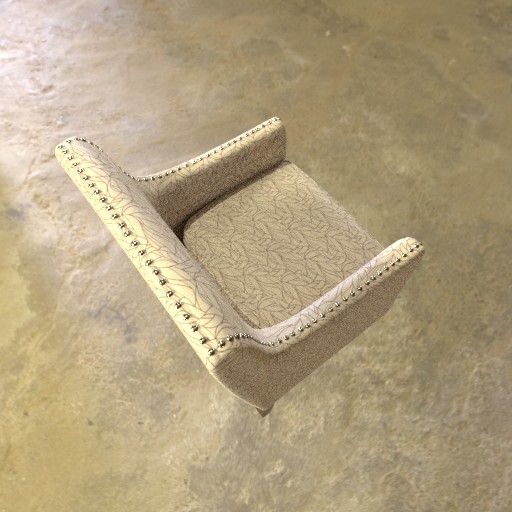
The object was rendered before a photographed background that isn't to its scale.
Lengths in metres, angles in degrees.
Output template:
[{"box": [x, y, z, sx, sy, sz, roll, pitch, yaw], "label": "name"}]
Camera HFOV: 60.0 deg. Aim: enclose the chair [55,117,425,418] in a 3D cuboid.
[{"box": [0.000, 0.000, 1.261, 0.651, 0.816, 0.623, -33, 64, -18], "label": "chair"}]
